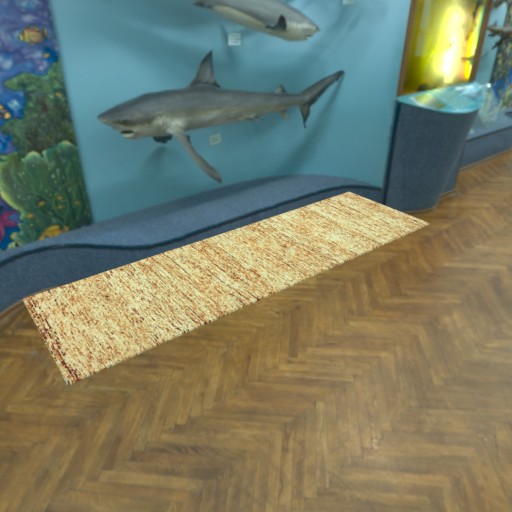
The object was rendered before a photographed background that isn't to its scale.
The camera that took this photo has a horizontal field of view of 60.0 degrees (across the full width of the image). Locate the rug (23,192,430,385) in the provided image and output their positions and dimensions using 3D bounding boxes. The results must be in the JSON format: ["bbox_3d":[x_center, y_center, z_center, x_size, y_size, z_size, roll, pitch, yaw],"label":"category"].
[{"bbox_3d":[0.000,0.000,2.431,2.237,0.014,0.680,-21,36,-32],"label":"rug"}]
